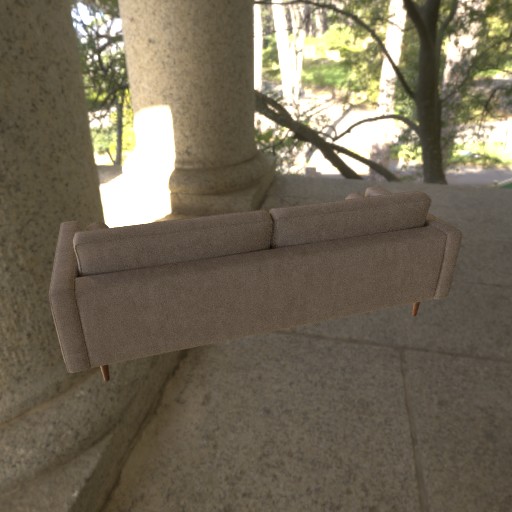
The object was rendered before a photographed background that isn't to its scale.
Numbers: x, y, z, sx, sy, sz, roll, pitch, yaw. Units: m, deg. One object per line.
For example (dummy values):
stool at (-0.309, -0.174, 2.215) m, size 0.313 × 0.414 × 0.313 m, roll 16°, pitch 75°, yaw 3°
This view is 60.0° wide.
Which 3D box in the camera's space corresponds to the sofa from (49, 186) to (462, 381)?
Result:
sofa at (0.000, 0.000, 2.673) m, size 2.200 × 0.770 × 0.919 m, roll -9°, pitch 28°, yaw -16°
